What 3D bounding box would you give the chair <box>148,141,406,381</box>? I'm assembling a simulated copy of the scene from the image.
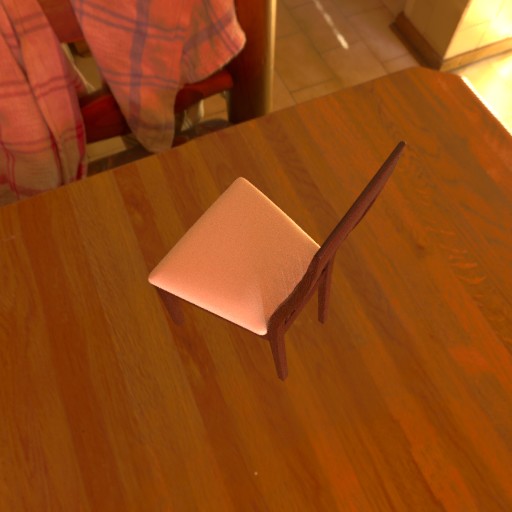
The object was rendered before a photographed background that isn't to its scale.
[{"bbox_3d":[0.000,0.000,1.275,0.474,1.027,0.460,33,68,15],"label":"chair"}]
